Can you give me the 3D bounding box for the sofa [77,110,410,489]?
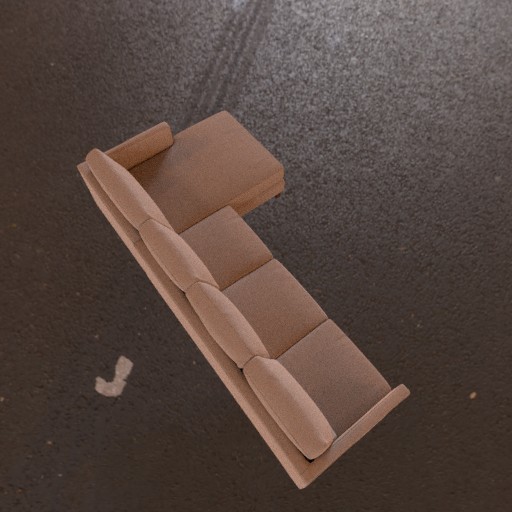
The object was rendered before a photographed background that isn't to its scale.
[{"bbox_3d":[0.000,0.000,3.770,1.625,0.861,3.186,-34,66,-17],"label":"sofa"}]
